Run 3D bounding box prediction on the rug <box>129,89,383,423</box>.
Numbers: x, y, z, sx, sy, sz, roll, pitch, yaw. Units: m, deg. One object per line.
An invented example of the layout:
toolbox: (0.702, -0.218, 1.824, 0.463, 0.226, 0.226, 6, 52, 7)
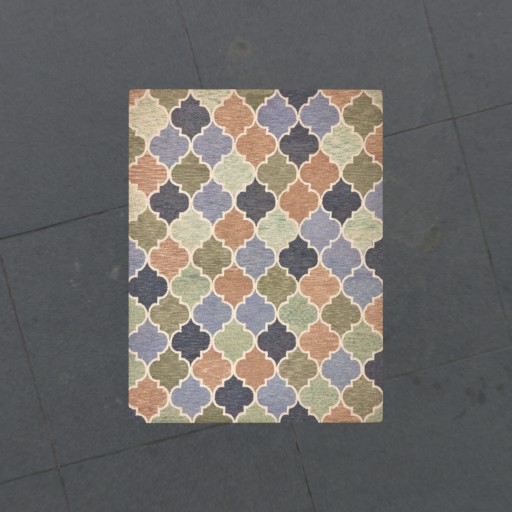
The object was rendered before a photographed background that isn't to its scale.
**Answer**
rug: (0.000, 0.000, 4.265, 2.439, 0.013, 3.200, 0, 90, 0)
